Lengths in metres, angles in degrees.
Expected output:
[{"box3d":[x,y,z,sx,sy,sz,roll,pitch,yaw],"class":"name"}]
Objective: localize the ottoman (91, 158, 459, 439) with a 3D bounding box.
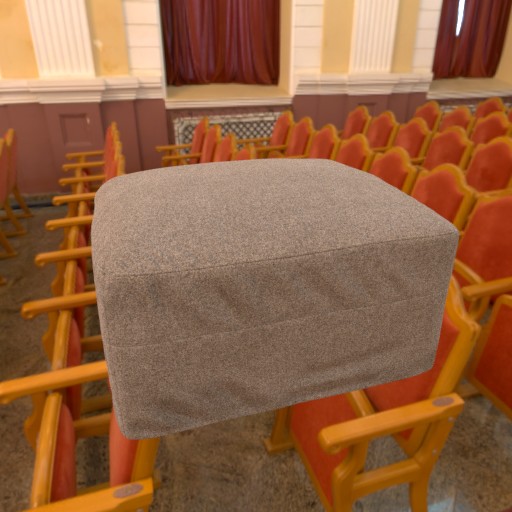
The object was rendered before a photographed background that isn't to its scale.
[{"box3d":[0.000,0.000,1.234,0.837,0.481,0.683,-7,26,-16],"class":"ottoman"}]
